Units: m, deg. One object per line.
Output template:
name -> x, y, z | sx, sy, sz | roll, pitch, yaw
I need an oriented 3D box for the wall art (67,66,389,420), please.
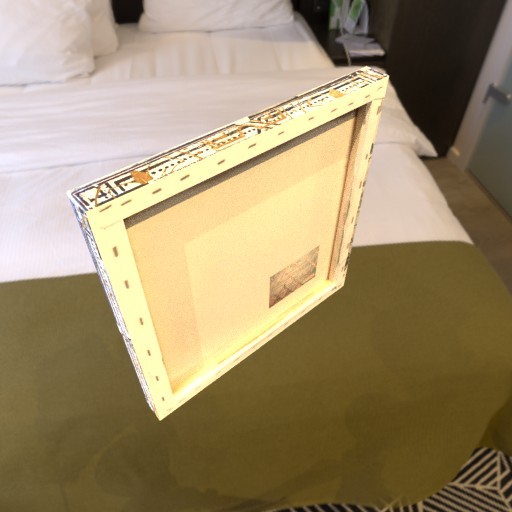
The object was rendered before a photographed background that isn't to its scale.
wall art -> 0.000, 0.000, 0.623 | 0.411, 0.410, 0.038 | -31, 53, -27
